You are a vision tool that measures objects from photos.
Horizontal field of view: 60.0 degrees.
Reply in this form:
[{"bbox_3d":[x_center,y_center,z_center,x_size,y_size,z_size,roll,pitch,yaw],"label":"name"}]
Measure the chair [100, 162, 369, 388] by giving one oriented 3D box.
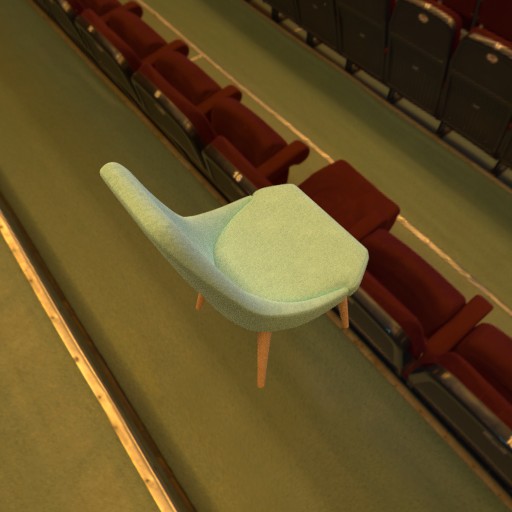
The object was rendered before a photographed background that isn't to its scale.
[{"bbox_3d":[0.000,0.000,1.390,0.660,1.040,0.510,-34,63,-20],"label":"chair"}]
